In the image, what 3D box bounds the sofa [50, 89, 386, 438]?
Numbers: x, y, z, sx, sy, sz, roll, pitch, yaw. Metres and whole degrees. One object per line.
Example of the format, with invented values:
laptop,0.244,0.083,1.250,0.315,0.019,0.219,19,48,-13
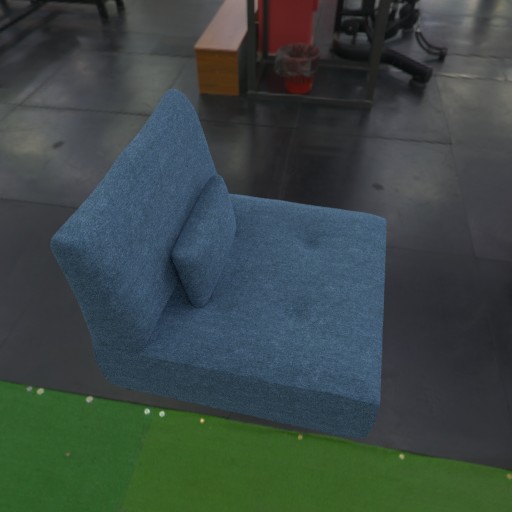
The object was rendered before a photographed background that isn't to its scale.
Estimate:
sofa,0.000,0.000,1.682,1.000,0.820,0.930,9,47,9
